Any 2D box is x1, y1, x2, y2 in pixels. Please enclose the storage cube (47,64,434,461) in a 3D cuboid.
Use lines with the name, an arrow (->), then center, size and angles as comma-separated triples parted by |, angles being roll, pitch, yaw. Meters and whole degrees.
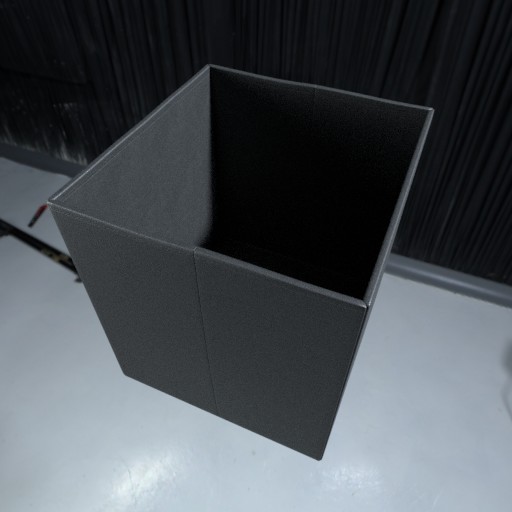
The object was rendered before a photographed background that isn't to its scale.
storage cube -> 0.000, 0.000, 0.490 | 0.270, 0.280, 0.270 | 18, 49, 16
